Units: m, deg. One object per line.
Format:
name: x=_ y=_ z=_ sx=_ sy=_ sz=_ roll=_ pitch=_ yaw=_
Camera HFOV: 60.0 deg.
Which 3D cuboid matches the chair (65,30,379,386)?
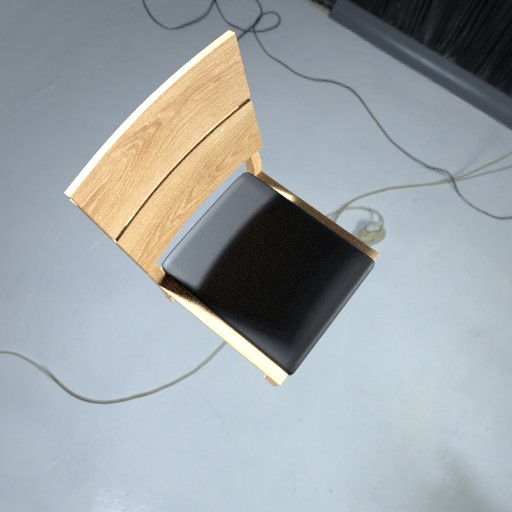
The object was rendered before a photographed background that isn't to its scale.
chair: x=0.000 y=0.000 z=1.274 sx=0.569 sy=0.950 sz=0.475 roll=38 pitch=77 yaw=10
